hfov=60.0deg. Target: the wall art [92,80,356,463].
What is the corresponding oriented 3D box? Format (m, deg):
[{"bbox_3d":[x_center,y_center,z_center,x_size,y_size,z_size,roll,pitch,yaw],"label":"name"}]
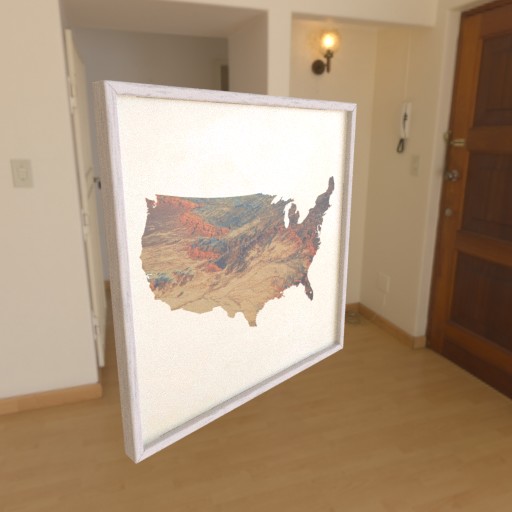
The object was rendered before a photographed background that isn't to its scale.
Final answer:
[{"bbox_3d":[0.000,0.000,1.883,1.287,1.288,0.078,-14,21,-43],"label":"wall art"}]
